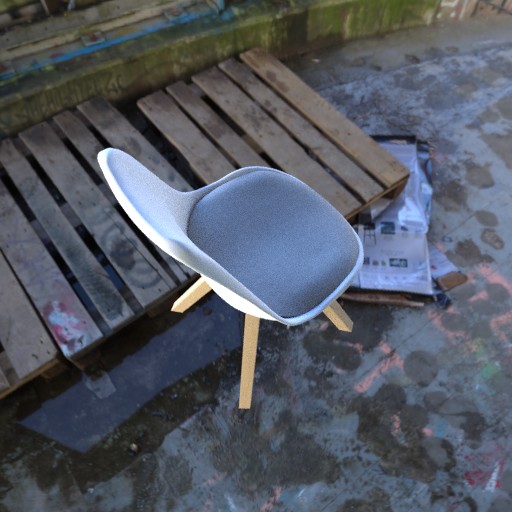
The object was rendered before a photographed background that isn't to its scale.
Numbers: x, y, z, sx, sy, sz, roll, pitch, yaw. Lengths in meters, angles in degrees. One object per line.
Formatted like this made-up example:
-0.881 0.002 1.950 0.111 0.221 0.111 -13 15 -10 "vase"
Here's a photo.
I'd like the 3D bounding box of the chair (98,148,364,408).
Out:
0.000 0.000 1.184 0.550 0.850 0.485 -32 63 -18 "chair"
